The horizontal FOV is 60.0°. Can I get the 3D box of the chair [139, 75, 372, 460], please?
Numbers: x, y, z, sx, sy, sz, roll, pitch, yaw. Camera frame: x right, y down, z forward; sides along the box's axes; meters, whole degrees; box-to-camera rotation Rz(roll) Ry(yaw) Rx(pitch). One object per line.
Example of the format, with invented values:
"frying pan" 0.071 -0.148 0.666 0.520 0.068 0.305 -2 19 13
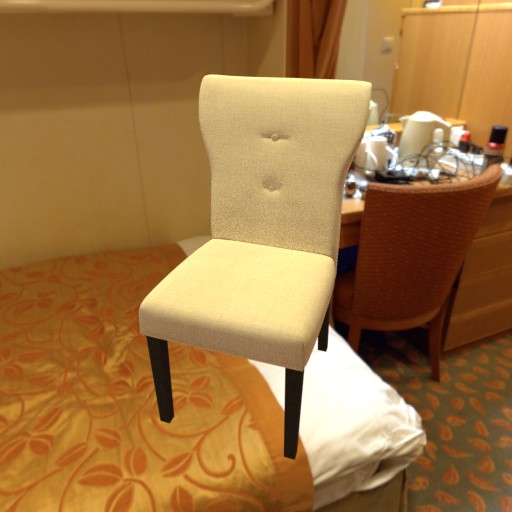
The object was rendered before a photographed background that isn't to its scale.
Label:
"chair" 0.000 0.000 1.289 0.509 0.921 0.597 9 29 17
